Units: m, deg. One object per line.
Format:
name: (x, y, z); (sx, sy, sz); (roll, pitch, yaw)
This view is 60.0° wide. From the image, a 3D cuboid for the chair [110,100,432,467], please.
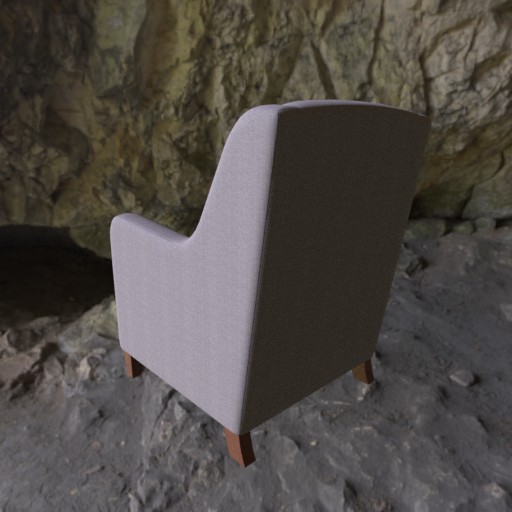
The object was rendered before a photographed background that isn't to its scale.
chair: (0.000, 0.000, 1.595); (0.715, 1.017, 0.890); (-14, 21, -42)
